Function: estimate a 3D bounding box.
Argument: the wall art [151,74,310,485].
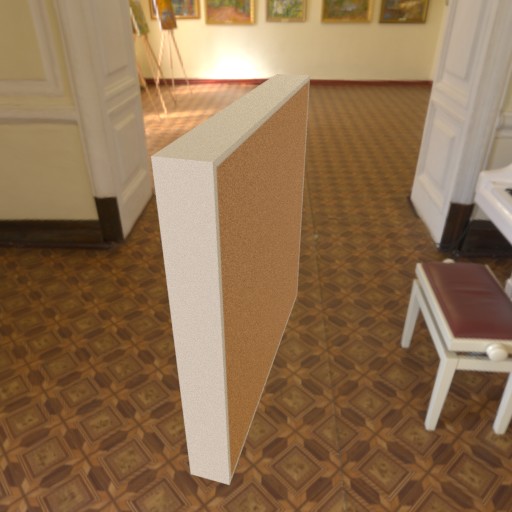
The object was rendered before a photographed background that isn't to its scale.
[{"bbox_3d":[0.000,0.000,0.456,0.038,0.304,0.305,8,32,14],"label":"wall art"}]
